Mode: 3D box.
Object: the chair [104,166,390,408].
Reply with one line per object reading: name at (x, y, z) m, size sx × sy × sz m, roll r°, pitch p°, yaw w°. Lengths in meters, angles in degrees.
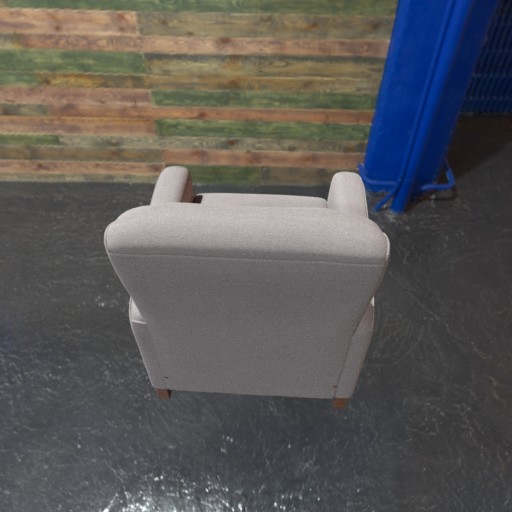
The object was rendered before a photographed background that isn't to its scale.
chair at (0.000, 0.000, 1.655) m, size 0.845 × 1.023 × 0.859 m, roll 2°, pitch 47°, yaw 2°
